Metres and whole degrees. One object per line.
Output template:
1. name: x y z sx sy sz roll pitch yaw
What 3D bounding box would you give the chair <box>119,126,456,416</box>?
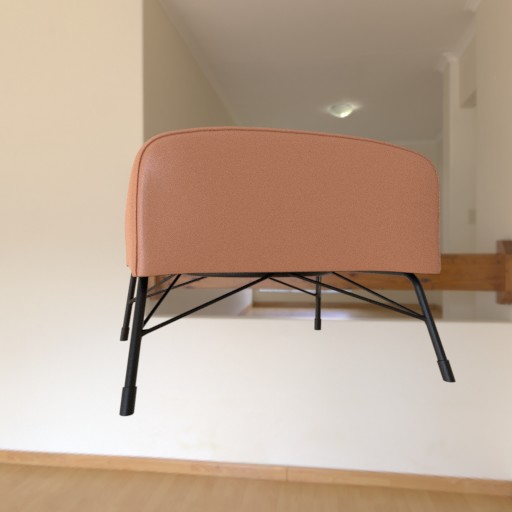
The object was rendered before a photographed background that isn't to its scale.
1. chair: 0.000 0.000 0.900 0.530 0.410 0.530 0 0 -17
